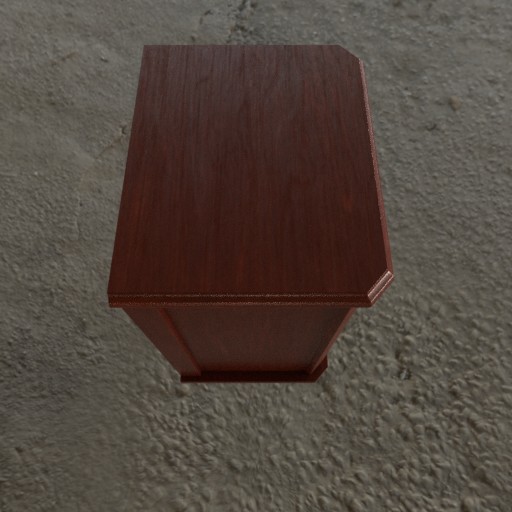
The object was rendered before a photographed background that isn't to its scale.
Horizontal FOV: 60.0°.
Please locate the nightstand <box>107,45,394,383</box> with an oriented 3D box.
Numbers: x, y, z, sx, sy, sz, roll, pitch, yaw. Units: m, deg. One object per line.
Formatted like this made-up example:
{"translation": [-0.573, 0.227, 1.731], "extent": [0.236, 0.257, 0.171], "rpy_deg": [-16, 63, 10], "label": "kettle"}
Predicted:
{"translation": [0.000, 0.000, 0.914], "extent": [0.351, 0.681, 0.435], "rpy_deg": [0, 65, 0], "label": "nightstand"}
